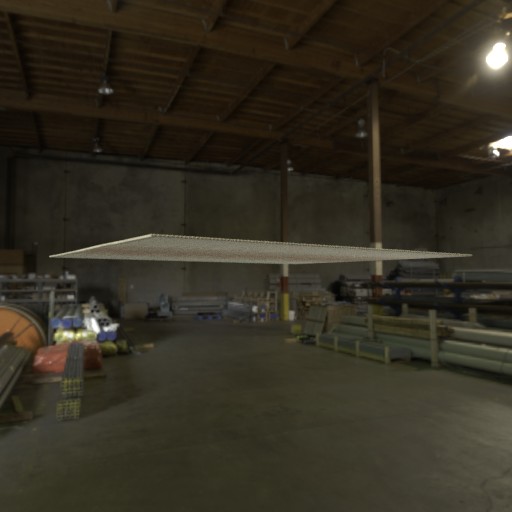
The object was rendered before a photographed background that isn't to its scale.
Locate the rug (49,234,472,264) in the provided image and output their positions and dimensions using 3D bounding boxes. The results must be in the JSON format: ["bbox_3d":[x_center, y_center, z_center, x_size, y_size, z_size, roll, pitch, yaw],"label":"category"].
[{"bbox_3d":[0.000,0.000,4.070,3.048,0.013,2.438,2,-4,-36],"label":"rug"}]
